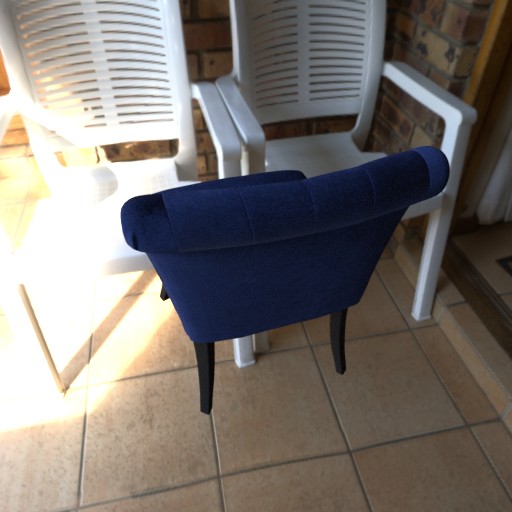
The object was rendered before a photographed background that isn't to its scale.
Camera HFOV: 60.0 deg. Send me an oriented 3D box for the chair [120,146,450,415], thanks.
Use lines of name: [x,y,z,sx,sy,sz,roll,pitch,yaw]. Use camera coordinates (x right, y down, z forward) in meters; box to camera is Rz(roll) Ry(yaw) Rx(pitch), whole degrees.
chair: [0.000,0.000,1.145,0.585,0.753,0.606,-12,44,-13]
